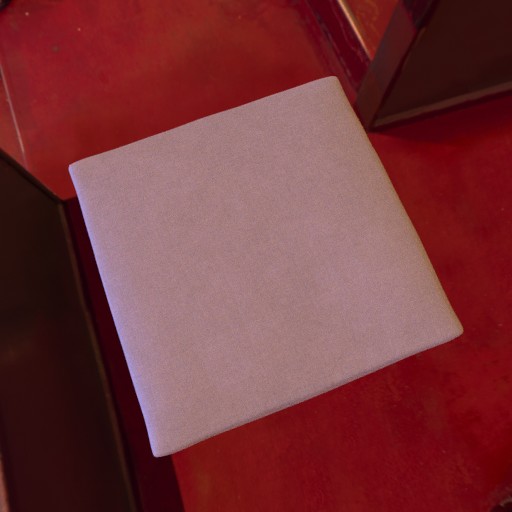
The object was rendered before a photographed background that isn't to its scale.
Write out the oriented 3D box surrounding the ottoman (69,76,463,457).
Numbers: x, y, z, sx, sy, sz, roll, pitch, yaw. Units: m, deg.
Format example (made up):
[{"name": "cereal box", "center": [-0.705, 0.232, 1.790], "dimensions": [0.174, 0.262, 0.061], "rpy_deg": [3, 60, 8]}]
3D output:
[{"name": "ottoman", "center": [0.000, 0.000, 1.789], "dimensions": [1.203, 0.517, 1.171], "rpy_deg": [-20, 76, -5]}]
